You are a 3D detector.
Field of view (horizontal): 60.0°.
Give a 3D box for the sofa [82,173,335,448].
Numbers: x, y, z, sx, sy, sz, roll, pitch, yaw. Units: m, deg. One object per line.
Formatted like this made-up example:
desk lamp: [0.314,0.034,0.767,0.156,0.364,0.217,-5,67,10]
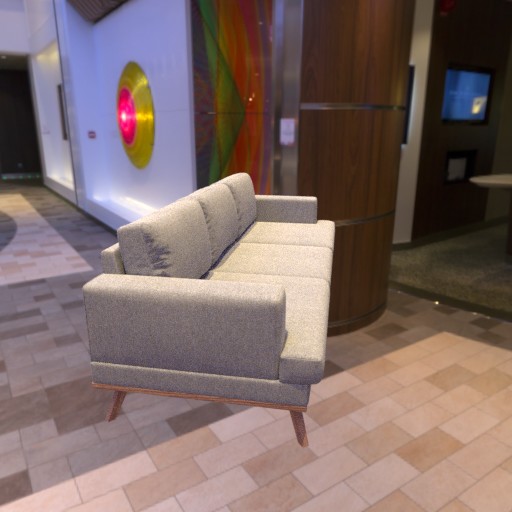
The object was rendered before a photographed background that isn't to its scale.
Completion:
sofa: [0.000,0.000,2.705,0.920,0.810,2.310,3,17,10]
